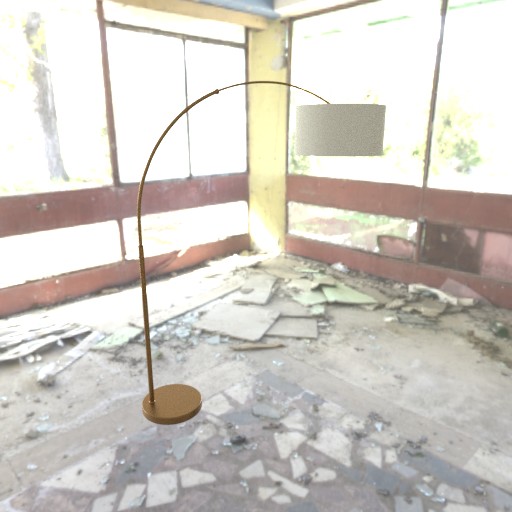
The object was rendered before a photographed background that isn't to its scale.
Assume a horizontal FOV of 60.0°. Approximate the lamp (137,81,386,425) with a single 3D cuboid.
[{"bbox_3d":[0.000,0.000,2.610,1.434,1.927,0.493,-2,16,-8],"label":"lamp"}]
